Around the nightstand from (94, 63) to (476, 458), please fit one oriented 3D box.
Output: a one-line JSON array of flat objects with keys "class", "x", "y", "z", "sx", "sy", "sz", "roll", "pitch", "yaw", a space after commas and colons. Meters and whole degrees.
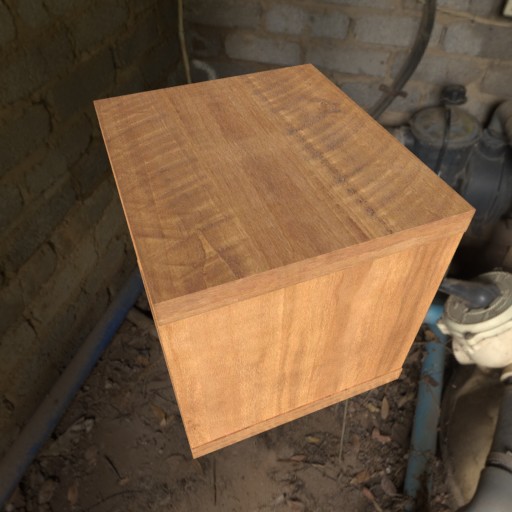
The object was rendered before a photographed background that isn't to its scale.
[{"class": "nightstand", "x": 0.000, "y": 0.000, "z": 0.865, "sx": 0.436, "sy": 0.491, "sz": 0.493, "roll": -16, "pitch": 48, "yaw": -15}]
